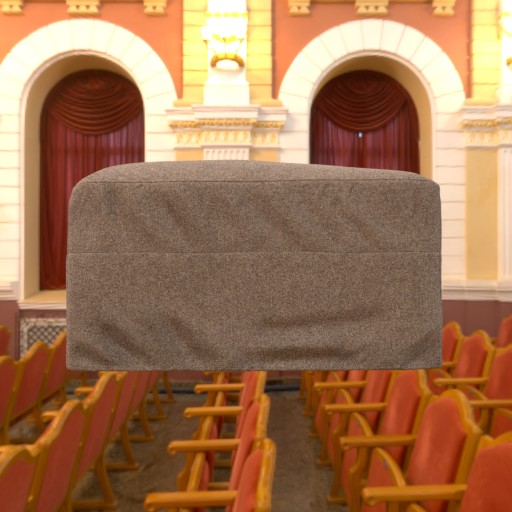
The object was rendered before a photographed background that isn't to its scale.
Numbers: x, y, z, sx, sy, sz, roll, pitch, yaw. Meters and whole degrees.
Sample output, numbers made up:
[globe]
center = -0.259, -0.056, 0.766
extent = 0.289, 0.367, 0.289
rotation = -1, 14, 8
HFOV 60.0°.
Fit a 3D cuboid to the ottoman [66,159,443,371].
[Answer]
[ottoman]
center = 0.000, 0.000, 1.242
extent = 0.837, 0.481, 0.683
rotation = 0, 0, 0
